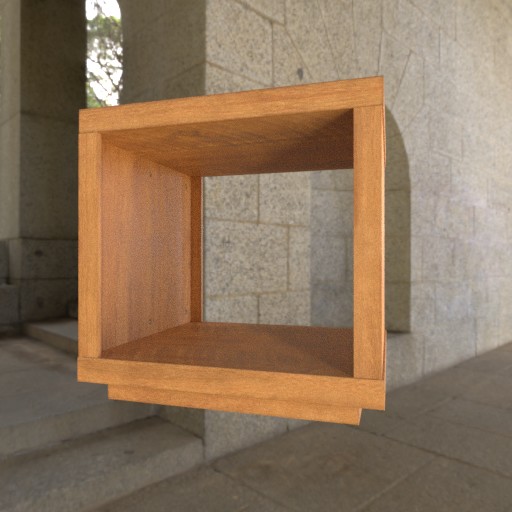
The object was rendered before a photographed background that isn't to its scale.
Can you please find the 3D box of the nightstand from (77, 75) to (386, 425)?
[{"bbox_3d":[0.000,0.000,0.877,0.493,0.491,0.436,0,0,17],"label":"nightstand"}]
